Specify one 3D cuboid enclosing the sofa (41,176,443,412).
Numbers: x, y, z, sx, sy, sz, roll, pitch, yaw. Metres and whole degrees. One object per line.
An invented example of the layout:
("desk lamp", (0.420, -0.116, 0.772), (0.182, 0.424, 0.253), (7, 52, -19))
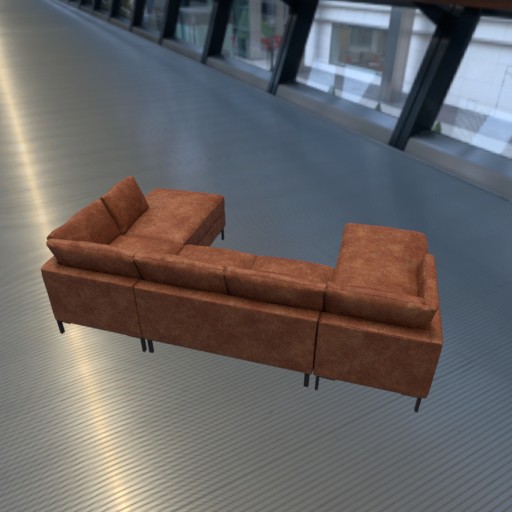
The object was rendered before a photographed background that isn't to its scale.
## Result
("sofa", (0.000, 0.000, 3.919), (2.956, 0.900, 1.939), (9, 33, 14))
